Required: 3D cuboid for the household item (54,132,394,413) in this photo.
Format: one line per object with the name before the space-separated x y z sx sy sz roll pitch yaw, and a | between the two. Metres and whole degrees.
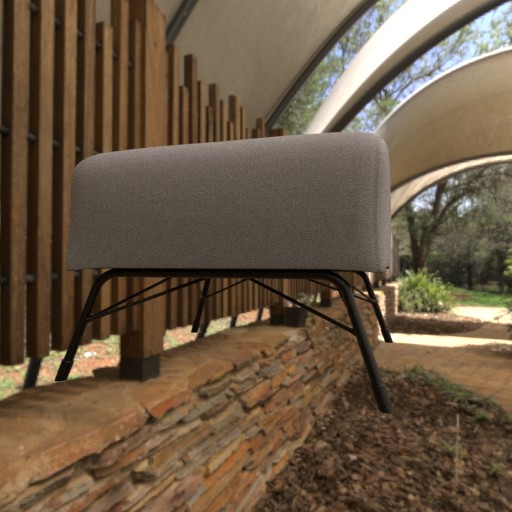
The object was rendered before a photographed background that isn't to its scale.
household item | 0.000 0.000 0.896 0.530 0.410 0.530 0 -1 17
